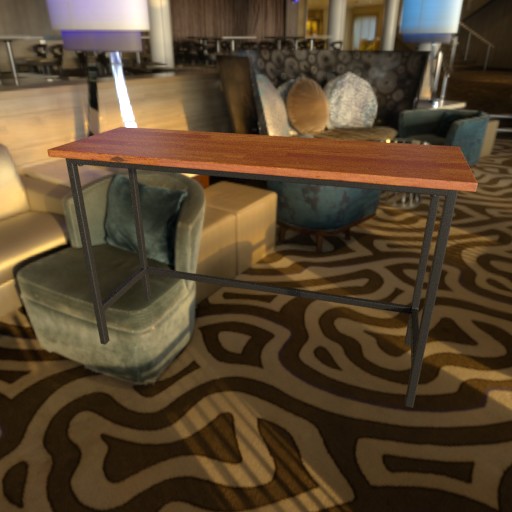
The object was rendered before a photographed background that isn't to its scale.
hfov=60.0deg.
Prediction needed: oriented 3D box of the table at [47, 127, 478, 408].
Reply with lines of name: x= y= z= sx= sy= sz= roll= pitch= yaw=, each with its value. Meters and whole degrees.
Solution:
table: x=0.000 y=0.000 z=1.527 sx=1.204 sy=0.740 sz=0.408 roll=8 pitch=27 yaw=15
